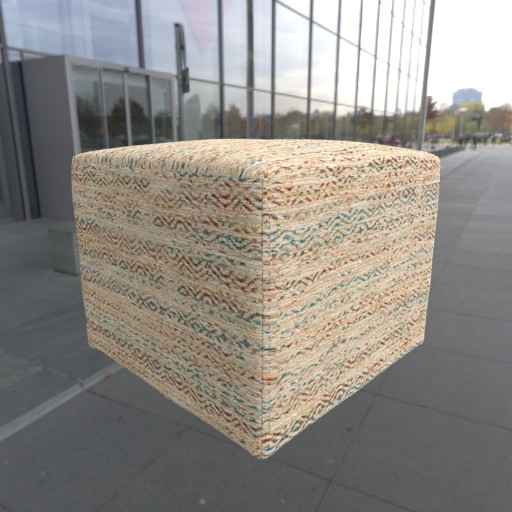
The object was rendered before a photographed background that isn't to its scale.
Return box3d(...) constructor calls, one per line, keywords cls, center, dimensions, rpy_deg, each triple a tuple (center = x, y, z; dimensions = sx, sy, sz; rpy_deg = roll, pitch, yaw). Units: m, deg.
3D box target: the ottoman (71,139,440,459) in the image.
box3d(cls="ottoman", center=(0.000, 0.000, 0.889), dimensions=(0.521, 0.453, 0.512), rpy_deg=(14, 21, 42))
